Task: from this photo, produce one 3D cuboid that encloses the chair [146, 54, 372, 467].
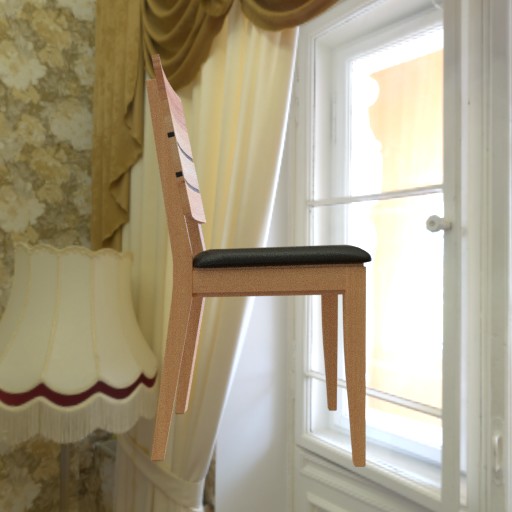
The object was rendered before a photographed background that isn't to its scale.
[{"bbox_3d":[0.000,0.000,1.177,0.520,0.940,0.410,0,0,0],"label":"chair"}]
